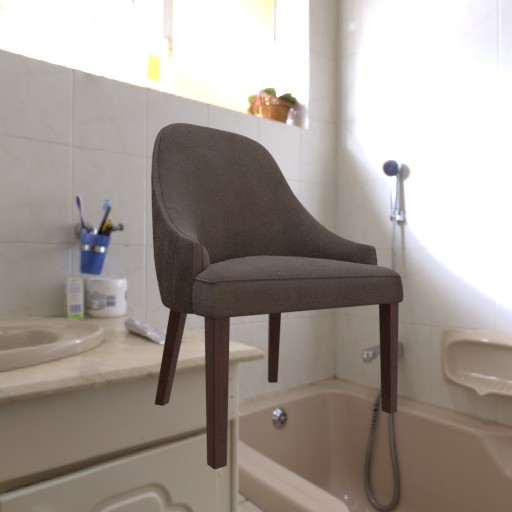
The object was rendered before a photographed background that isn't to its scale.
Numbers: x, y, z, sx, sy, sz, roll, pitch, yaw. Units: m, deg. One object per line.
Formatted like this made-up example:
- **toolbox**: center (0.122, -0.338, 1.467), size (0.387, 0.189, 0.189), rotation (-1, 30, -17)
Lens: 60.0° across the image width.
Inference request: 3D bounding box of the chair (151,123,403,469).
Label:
- **chair**: center (0.000, 0.000, 1.310), size (0.643, 0.889, 0.575), rotation (1, -1, -36)
